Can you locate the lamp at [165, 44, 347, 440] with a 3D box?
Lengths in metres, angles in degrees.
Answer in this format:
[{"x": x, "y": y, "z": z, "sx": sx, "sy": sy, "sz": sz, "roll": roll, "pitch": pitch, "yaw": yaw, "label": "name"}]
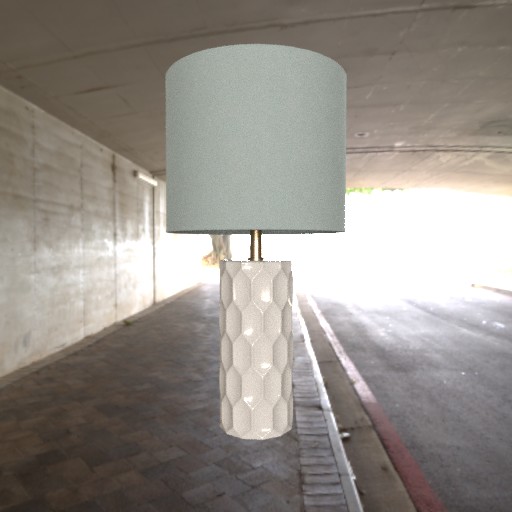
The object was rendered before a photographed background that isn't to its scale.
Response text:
[{"x": 0.000, "y": 0.000, "z": 0.695, "sx": 0.277, "sy": 0.534, "sz": 0.277, "roll": 1, "pitch": 2, "yaw": 35, "label": "lamp"}]
